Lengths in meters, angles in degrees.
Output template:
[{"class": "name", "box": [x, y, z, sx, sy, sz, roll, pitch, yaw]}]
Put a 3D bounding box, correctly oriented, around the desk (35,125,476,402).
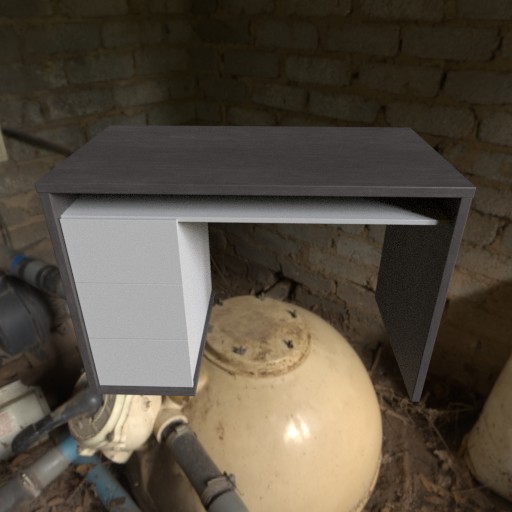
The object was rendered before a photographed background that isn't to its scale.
[{"class": "desk", "box": [0.000, 0.000, 1.548, 1.100, 0.750, 0.600, 1, 30, 1]}]
